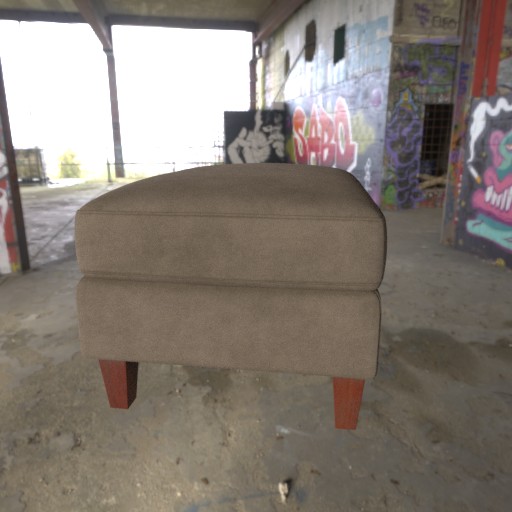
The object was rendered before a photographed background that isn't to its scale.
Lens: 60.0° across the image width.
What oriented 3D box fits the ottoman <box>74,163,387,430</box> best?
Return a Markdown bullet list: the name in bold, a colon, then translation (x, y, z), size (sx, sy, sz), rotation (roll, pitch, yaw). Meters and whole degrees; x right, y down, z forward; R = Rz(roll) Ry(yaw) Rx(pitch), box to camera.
- **ottoman**: translation (0.000, 0.000, 1.207), size (0.584, 0.483, 0.864), rotation (2, 15, 8)
